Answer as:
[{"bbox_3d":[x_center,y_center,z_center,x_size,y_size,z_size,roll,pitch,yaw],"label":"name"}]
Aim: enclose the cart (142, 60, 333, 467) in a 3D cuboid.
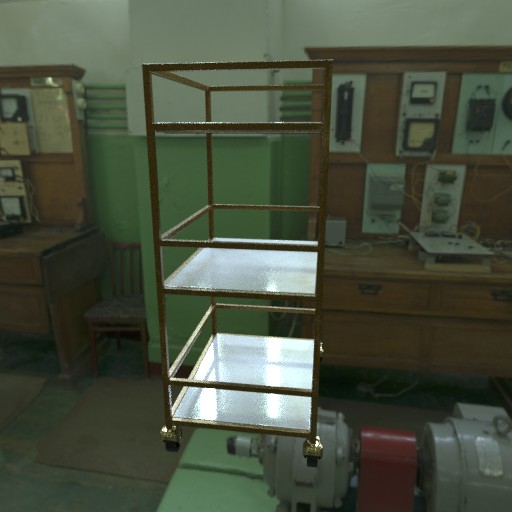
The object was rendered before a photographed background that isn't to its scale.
[{"bbox_3d":[0.000,0.000,1.014,0.332,0.761,0.483,2,16,8],"label":"cart"}]
